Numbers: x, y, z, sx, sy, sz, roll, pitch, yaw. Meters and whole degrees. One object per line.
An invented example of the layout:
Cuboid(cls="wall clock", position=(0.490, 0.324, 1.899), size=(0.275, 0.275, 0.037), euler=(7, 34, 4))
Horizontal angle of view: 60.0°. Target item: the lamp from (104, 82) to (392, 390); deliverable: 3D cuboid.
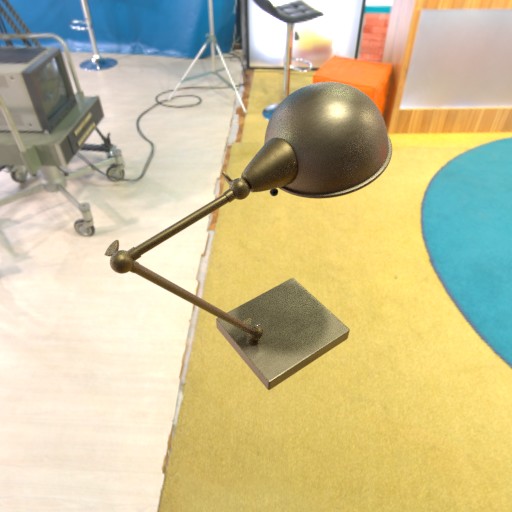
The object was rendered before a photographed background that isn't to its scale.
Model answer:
Cuboid(cls="lamp", position=(0.000, 0.000, 0.543), size=(0.339, 0.371, 0.149), euler=(-26, 48, -26))
